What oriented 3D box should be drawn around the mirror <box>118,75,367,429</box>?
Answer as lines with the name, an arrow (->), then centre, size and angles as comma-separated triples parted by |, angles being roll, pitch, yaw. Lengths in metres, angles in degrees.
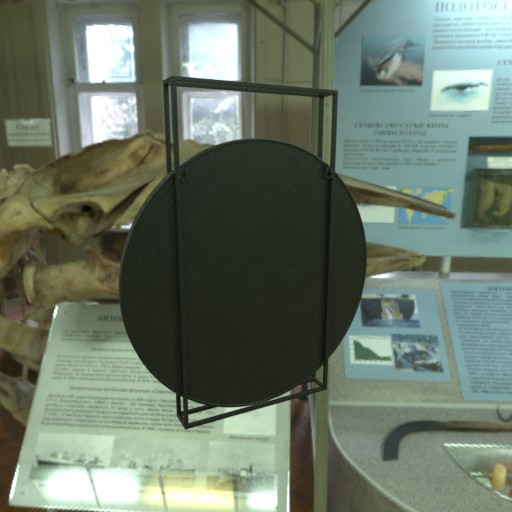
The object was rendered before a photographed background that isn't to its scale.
mirror -> 0.000, 0.000, 0.831 | 0.508, 0.603, 0.051 | -6, 14, -27
